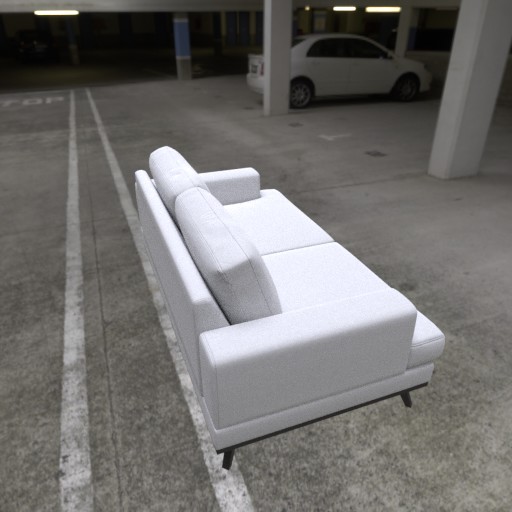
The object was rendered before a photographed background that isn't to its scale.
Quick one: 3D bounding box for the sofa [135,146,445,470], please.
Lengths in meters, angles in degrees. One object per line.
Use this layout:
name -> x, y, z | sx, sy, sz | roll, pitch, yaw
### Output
sofa -> 0.000, 0.000, 2.169 | 0.920, 0.810, 1.650 | -11, 31, -18
